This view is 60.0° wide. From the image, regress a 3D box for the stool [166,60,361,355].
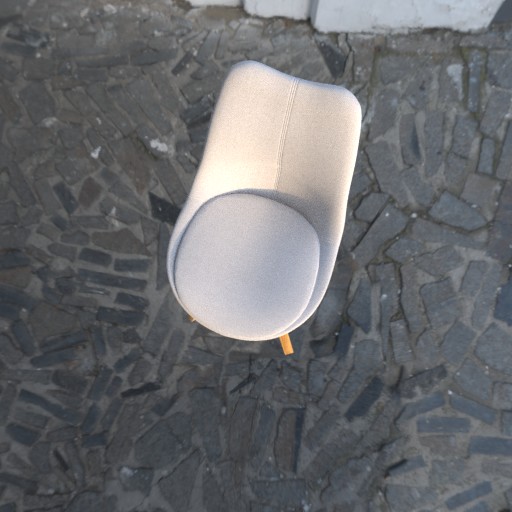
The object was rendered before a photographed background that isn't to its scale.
[{"bbox_3d":[0.000,0.000,1.412,0.484,1.115,0.550,19,77,5],"label":"stool"}]
